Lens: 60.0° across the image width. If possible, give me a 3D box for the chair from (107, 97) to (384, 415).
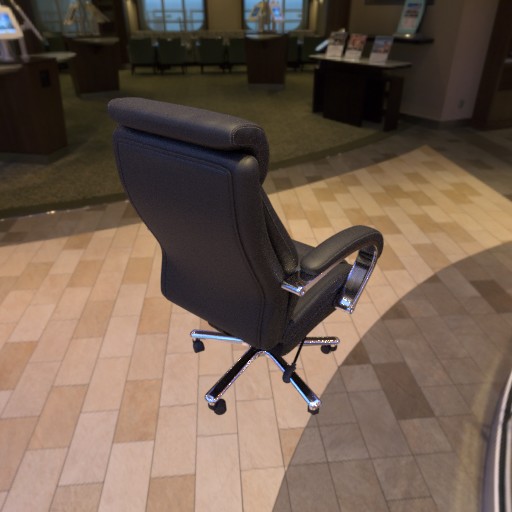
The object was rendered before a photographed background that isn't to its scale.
[{"bbox_3d":[0.000,0.000,1.650,0.755,1.183,0.790,22,36,33],"label":"chair"}]
